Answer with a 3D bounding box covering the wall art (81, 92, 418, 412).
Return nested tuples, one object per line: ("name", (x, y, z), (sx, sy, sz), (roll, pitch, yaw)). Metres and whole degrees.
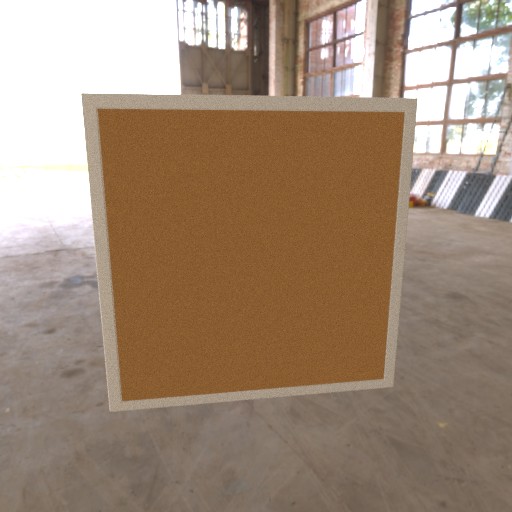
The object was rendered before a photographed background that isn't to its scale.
("wall art", (0.000, 0.000, 0.452), (0.305, 0.305, 0.037), (-2, 14, -9))
